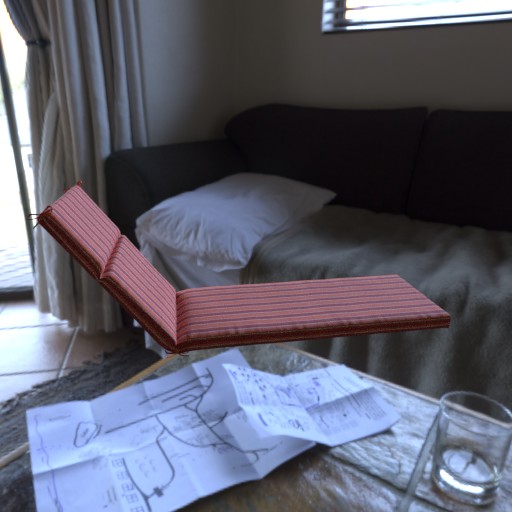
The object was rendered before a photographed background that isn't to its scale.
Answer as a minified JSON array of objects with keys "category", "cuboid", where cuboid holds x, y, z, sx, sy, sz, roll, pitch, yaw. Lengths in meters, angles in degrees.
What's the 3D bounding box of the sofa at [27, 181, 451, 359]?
[{"category":"sofa","cuboid":[0.000,0.000,1.963,1.663,0.622,0.582,-3,19,-9]}]
